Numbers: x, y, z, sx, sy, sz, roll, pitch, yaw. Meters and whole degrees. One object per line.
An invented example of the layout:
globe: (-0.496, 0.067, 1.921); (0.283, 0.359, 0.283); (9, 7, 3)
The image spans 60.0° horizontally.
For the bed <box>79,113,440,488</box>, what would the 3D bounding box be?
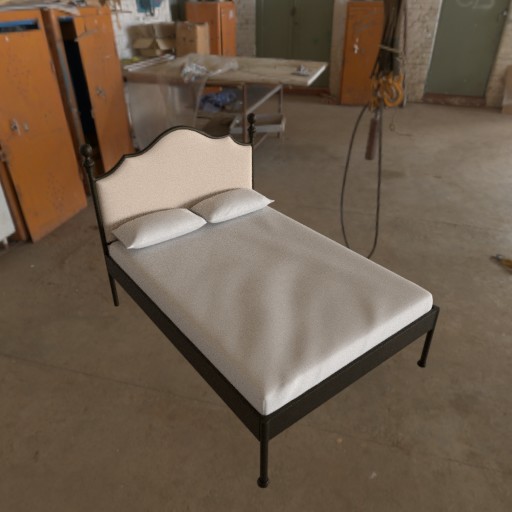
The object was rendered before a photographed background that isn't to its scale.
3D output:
bed: (0.000, 0.000, 3.331); (1.642, 1.499, 2.224); (-22, 37, -32)
